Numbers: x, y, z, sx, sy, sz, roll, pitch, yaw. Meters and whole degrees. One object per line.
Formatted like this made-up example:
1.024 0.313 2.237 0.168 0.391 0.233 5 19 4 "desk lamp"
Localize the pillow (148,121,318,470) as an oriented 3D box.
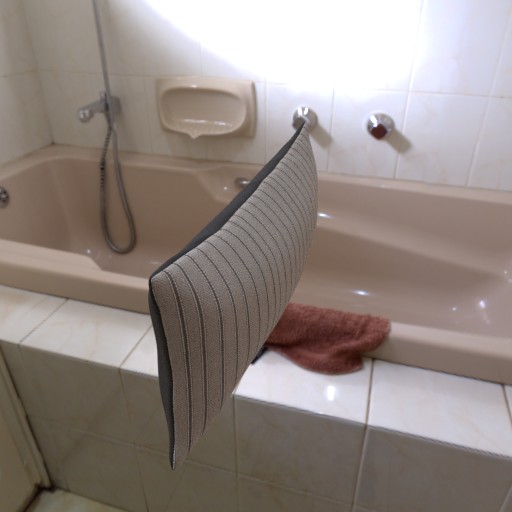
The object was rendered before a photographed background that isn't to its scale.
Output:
0.000 0.000 0.733 0.151 0.305 0.609 10 31 17 "pillow"
